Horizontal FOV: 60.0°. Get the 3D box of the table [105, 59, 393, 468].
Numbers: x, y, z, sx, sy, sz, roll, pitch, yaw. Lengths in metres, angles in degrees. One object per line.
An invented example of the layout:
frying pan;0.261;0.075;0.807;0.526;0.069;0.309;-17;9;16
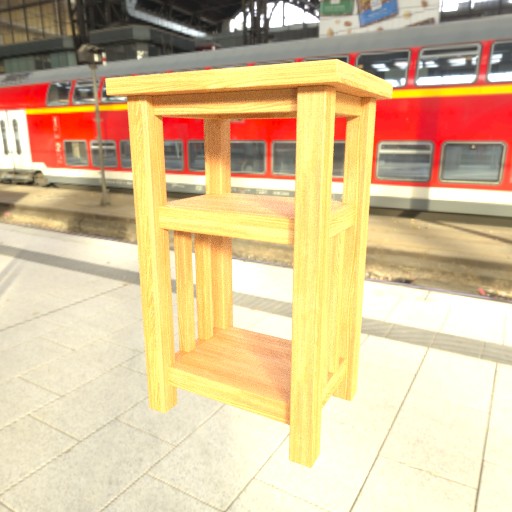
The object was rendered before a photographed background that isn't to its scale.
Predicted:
table;0.000;0.000;0.745;0.350;0.550;0.270;8;17;28
